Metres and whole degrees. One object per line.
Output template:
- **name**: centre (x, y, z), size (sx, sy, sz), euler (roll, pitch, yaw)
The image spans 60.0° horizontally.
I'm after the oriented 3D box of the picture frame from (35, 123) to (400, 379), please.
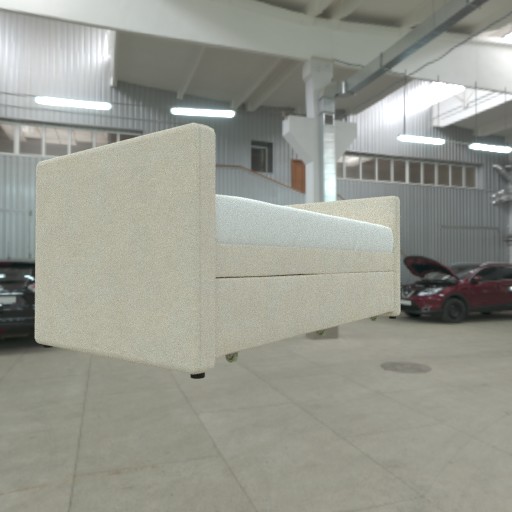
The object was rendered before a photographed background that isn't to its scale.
- **picture frame**: centre (0.000, 0.000, 2.688), size (1.069, 0.891, 2.161), euler (-1, -1, 36)
